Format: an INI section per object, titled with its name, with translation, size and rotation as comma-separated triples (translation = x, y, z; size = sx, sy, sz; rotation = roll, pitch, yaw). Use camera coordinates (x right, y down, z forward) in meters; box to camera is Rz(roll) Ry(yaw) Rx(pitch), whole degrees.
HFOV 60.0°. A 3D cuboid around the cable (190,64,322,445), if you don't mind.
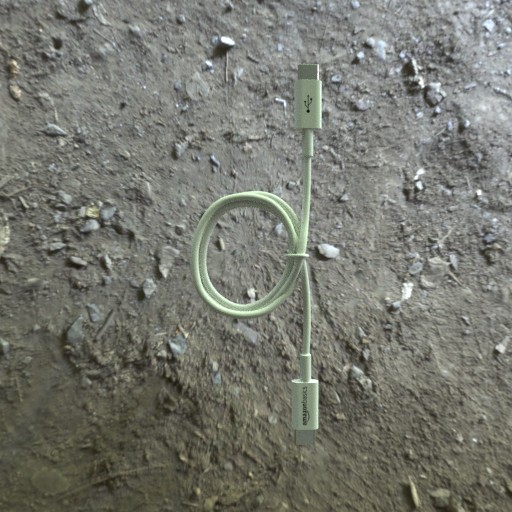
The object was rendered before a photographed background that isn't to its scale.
[cable]
translation = 0.000, 0.000, 0.234
size = 0.070, 0.014, 0.203
rotation = 0, 91, -1
